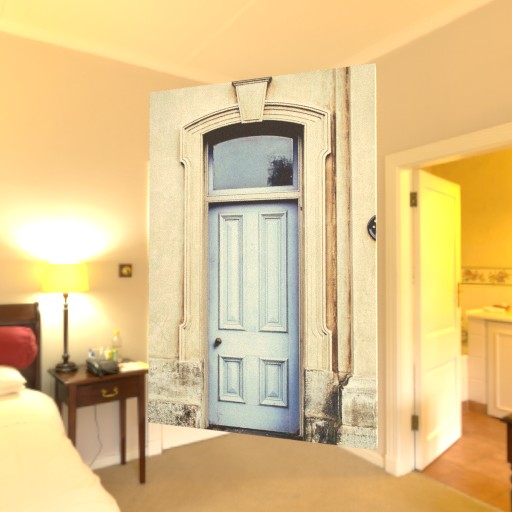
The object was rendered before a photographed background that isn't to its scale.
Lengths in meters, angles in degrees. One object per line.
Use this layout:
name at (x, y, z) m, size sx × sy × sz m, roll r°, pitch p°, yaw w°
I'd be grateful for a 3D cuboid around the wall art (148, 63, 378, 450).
wall art at (0.000, 0.000, 0.968) m, size 0.508 × 0.764 × 0.038 m, roll 0°, pitch -1°, yaw 17°
